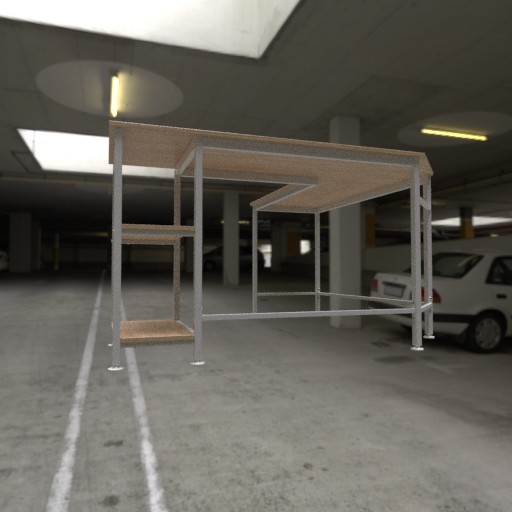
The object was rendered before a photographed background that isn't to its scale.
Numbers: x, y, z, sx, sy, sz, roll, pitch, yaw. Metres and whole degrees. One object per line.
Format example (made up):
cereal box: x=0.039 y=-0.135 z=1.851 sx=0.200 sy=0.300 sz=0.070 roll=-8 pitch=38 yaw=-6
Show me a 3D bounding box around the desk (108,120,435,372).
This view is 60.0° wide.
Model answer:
desk: x=0.000 y=0.000 z=2.170 sx=1.379 sy=0.739 sz=1.379 roll=1 pitch=-2 yaw=-19
